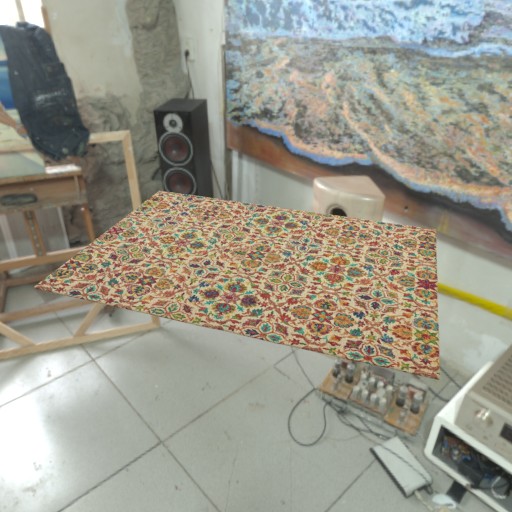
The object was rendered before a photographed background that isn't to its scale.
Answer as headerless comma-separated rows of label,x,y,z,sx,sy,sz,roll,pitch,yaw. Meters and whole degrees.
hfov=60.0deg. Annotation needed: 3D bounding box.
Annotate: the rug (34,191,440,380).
rug,0.000,0.000,2.373,1.838,0.013,1.226,10,33,16
